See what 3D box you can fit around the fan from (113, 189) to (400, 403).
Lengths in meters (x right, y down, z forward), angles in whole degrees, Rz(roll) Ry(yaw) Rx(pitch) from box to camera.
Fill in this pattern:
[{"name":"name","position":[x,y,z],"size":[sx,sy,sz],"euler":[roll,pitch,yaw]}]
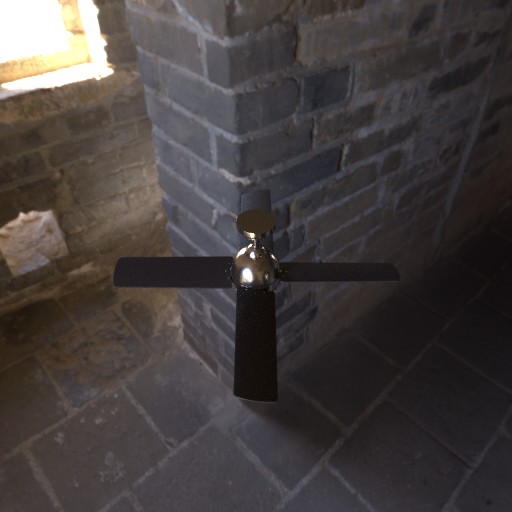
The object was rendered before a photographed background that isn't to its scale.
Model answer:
[{"name":"fan","position":[0.000,0.000,2.017],"size":[1.332,0.403,1.332],"euler":[0,43,0]}]
